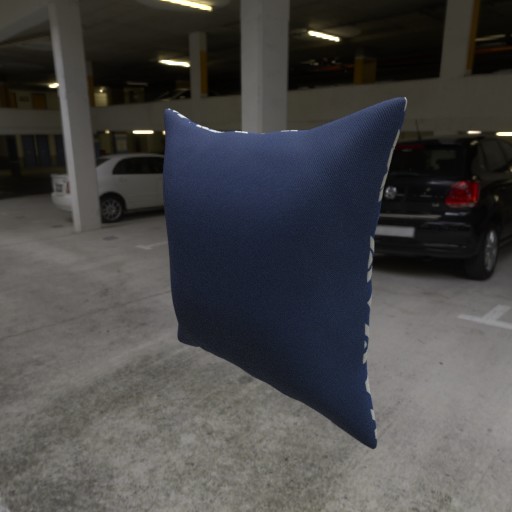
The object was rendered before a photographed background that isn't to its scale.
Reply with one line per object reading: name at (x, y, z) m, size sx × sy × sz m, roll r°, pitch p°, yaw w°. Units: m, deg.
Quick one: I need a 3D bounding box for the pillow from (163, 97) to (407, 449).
pillow at (0.000, 0.000, 0.759) m, size 0.188 × 0.494 × 0.504 m, roll -15°, pitch 22°, yaw -43°
